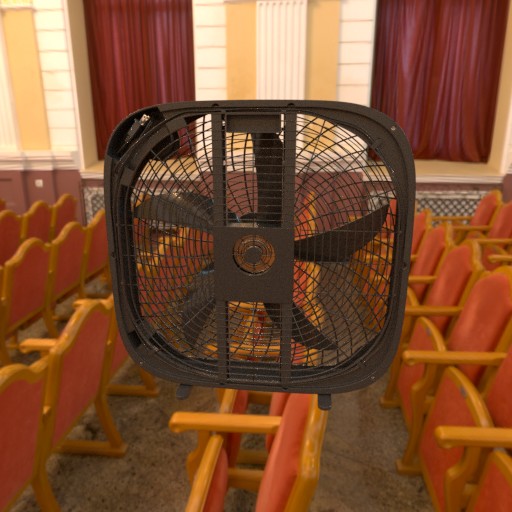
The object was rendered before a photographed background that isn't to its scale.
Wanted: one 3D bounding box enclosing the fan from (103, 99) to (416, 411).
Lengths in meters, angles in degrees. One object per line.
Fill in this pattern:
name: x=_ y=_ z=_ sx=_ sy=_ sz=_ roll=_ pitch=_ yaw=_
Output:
fan: x=0.000 y=0.000 z=0.807 sx=0.526 sy=0.533 sz=0.142 roll=2 pitch=16 yaw=7
